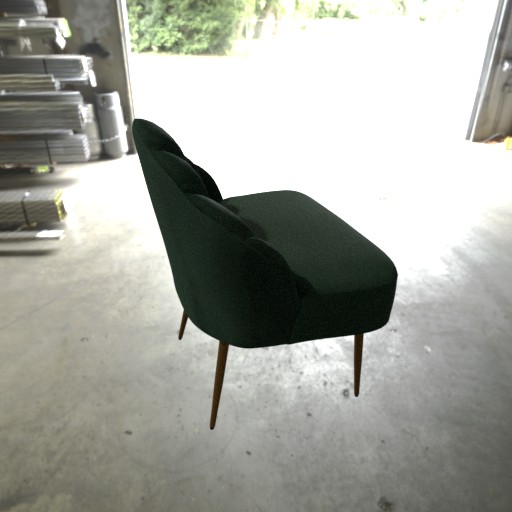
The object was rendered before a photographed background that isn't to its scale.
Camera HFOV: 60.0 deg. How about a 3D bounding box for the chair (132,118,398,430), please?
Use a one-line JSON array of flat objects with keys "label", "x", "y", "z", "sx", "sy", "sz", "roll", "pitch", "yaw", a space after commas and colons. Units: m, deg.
[{"label": "chair", "x": 0.000, "y": 0.000, "z": 1.295, "sx": 0.599, "sy": 0.819, "sz": 0.657, "roll": -10, "pitch": 31, "yaw": -18}]
